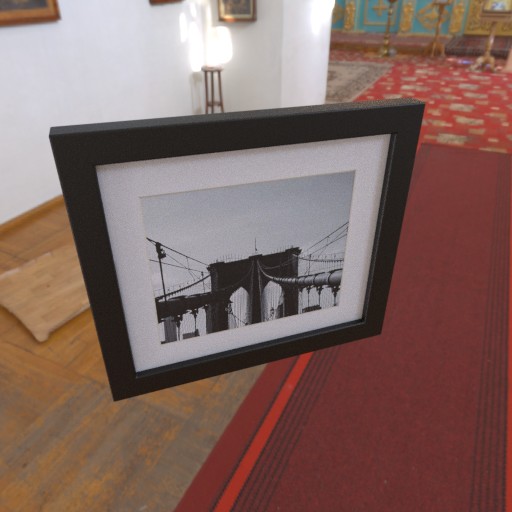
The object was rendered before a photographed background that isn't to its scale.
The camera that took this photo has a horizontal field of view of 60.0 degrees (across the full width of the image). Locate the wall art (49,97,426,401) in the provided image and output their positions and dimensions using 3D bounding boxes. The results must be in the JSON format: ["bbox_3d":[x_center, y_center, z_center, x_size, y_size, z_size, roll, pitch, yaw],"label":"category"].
[{"bbox_3d":[0.000,0.000,0.524,0.380,0.330,0.028,-10,33,-16],"label":"wall art"}]
